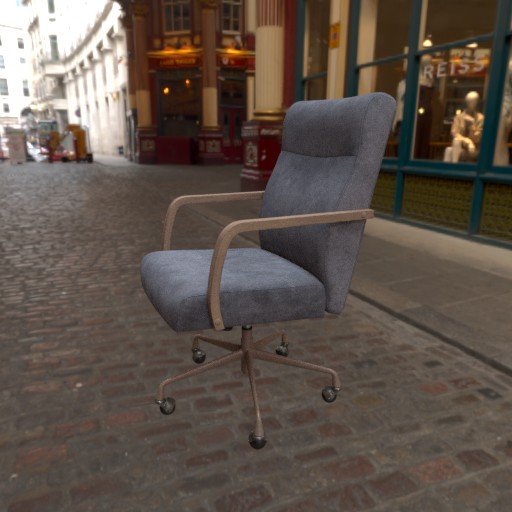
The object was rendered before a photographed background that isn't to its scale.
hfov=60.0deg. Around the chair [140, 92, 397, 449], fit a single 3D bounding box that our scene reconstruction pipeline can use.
[{"bbox_3d":[0.000,0.000,1.495,0.741,1.029,0.640,-7,17,-24],"label":"chair"}]
